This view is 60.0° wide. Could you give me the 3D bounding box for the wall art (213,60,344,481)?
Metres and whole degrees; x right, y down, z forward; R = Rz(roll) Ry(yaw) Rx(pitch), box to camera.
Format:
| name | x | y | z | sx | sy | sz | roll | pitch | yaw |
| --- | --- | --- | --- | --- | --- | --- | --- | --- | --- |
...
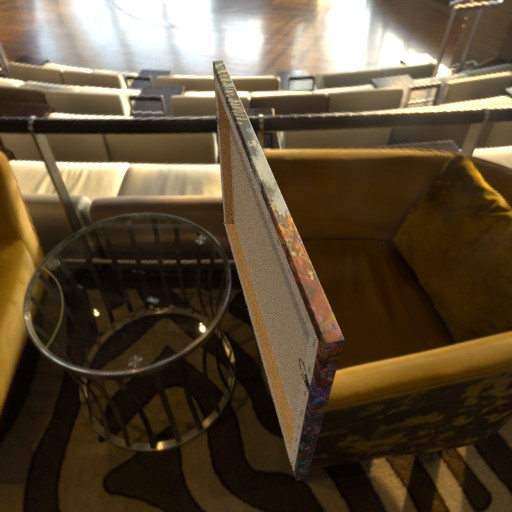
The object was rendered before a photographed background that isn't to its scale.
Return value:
| name | x | y | z | sx | sy | sz | roll | pitch | yaw |
| --- | --- | --- | --- | --- | --- | --- | --- | --- | --- |
| wall art | 0.000 | 0.000 | 1.410 | 0.042 | 0.760 | 1.136 | -10 | 48 | -9 |
